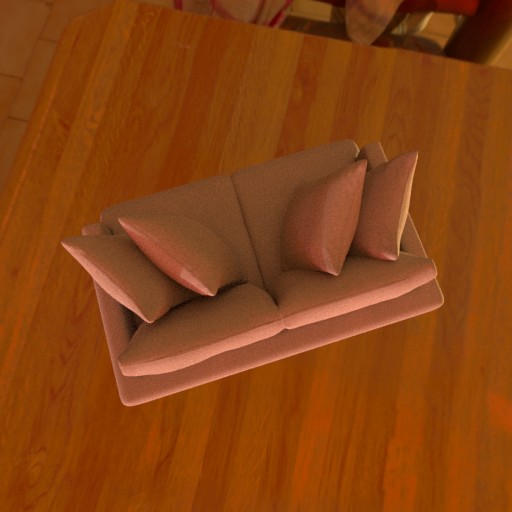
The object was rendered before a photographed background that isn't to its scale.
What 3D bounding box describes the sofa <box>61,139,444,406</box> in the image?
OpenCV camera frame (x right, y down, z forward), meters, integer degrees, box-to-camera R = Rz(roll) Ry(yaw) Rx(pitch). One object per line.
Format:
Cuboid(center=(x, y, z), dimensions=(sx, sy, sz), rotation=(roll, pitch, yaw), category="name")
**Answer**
Cuboid(center=(0.000, 0.000, 2.649), dimensions=(1.869, 1.080, 1.228), rotation=(-17, 77, -4), category="sofa")
